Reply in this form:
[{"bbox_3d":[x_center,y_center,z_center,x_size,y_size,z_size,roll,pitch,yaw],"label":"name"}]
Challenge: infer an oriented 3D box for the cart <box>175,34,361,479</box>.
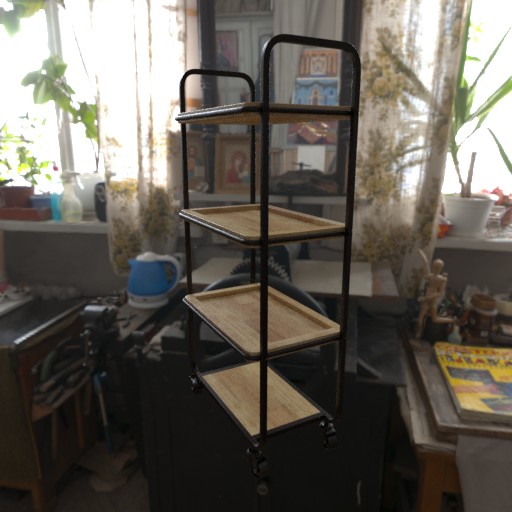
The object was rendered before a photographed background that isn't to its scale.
[{"bbox_3d":[0.000,0.000,1.306,0.321,1.080,0.545,-8,16,-28],"label":"cart"}]
